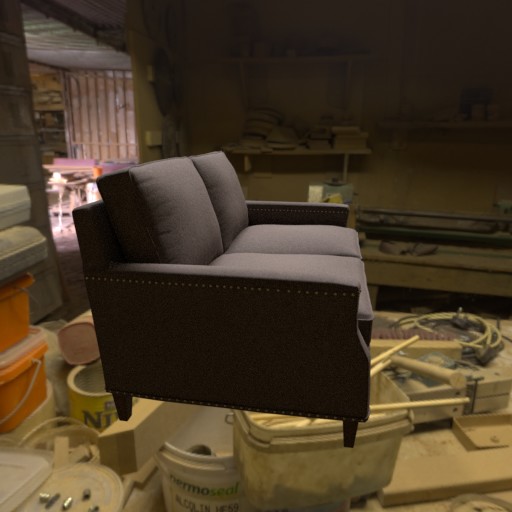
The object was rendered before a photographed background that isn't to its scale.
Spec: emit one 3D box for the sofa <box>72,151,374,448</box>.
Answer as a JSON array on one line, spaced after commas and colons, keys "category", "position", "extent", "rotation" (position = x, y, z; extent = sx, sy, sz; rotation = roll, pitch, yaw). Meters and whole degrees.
[{"category": "sofa", "position": [0.000, 0.000, 2.266], "extent": [1.084, 1.003, 1.597], "rotation": [3, 16, 10]}]
